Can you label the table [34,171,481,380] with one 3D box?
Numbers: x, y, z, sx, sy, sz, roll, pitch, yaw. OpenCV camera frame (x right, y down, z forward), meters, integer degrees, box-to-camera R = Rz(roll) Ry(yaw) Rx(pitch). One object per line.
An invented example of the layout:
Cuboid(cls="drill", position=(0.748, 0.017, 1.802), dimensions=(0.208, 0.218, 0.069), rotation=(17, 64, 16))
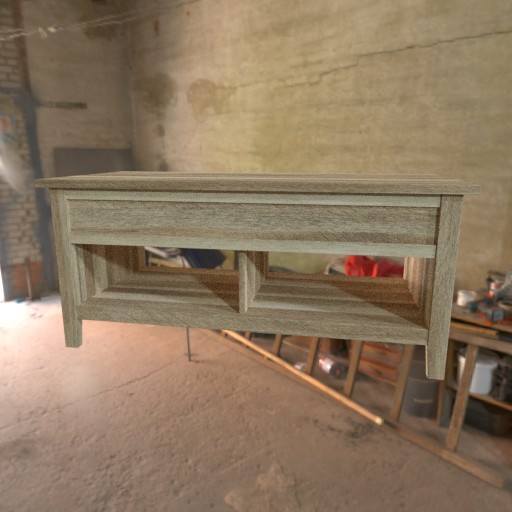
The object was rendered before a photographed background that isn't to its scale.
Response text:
Cuboid(cls="table", position=(0.000, 0.000, 1.358), dimensions=(1.095, 0.480, 0.493), rotation=(2, 14, 10))
